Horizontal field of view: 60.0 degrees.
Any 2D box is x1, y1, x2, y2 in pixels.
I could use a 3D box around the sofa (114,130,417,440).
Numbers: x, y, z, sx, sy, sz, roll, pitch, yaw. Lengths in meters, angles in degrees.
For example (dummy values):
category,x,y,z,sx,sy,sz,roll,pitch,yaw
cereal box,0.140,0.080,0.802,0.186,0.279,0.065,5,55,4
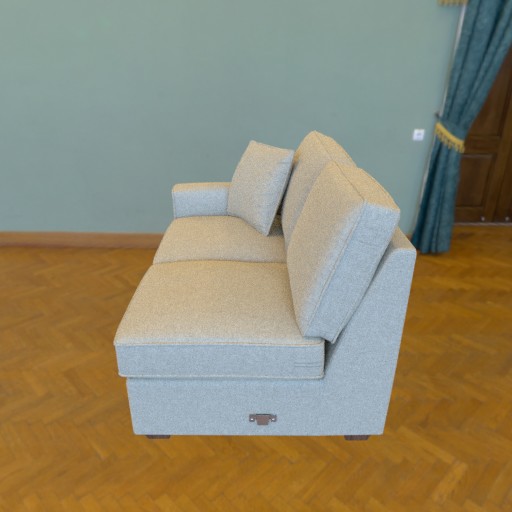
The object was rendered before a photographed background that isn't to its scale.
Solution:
category,x,y,z,sx,sy,sz,roll,pitch,yaw
sofa,0.000,0.000,2.089,0.991,0.989,1.388,0,26,0
